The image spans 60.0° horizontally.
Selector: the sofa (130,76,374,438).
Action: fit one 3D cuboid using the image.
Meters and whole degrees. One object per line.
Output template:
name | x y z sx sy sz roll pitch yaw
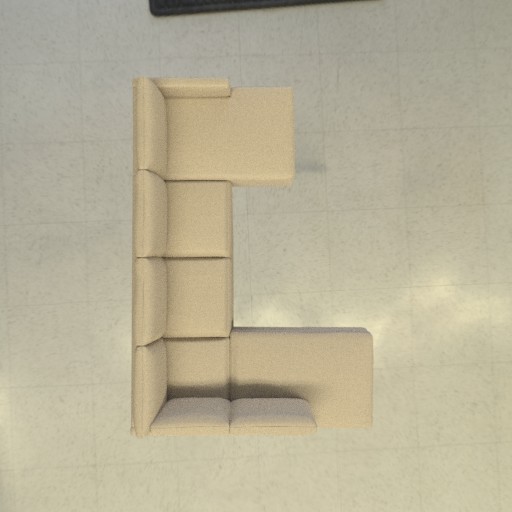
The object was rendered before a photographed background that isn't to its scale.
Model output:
sofa | 0.000 0.000 3.509 1.879 0.756 2.737 0 89 -2
